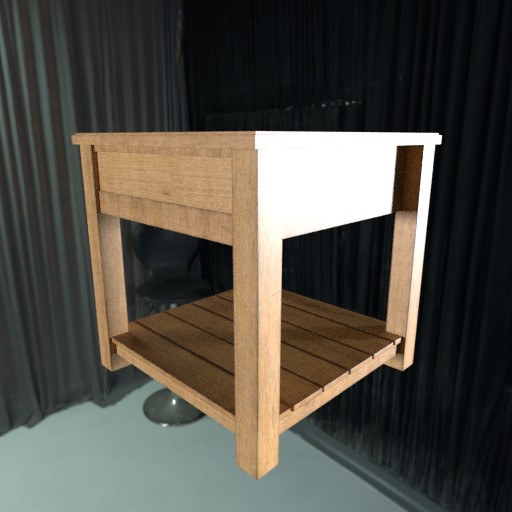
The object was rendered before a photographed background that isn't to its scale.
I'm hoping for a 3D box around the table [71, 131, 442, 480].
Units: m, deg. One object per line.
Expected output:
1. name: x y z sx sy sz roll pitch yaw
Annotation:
1. table: 0.000 0.000 1.111 0.612 0.593 0.616 15 21 43
